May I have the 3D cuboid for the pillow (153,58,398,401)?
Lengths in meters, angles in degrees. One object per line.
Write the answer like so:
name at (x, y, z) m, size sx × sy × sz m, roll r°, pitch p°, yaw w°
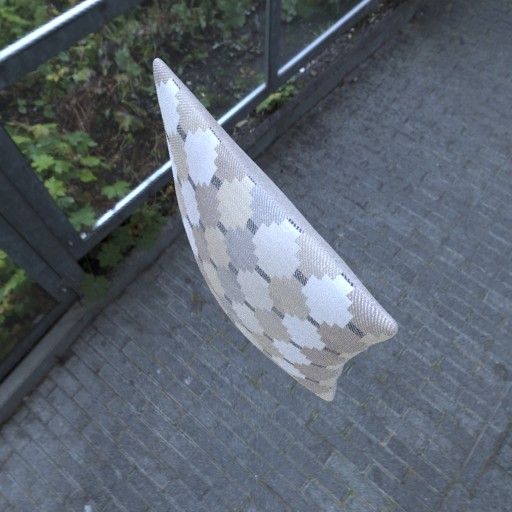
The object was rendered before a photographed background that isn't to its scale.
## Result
pillow at (0.000, 0.000, 0.867) m, size 0.192 × 0.558 × 0.578 m, roll -33°, pitch 68°, yaw -15°
